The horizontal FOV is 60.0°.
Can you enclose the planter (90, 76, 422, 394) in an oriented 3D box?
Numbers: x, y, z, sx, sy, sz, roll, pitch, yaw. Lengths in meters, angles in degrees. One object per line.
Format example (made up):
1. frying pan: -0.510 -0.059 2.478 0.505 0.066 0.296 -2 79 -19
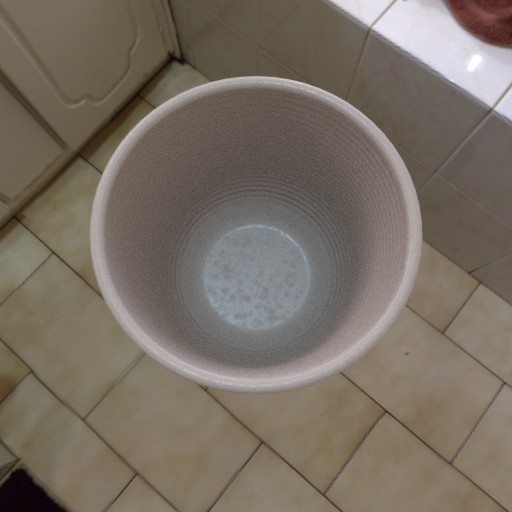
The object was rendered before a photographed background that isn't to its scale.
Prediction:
1. planter: 0.000 0.000 0.298 0.170 0.152 0.170 0 76 0
